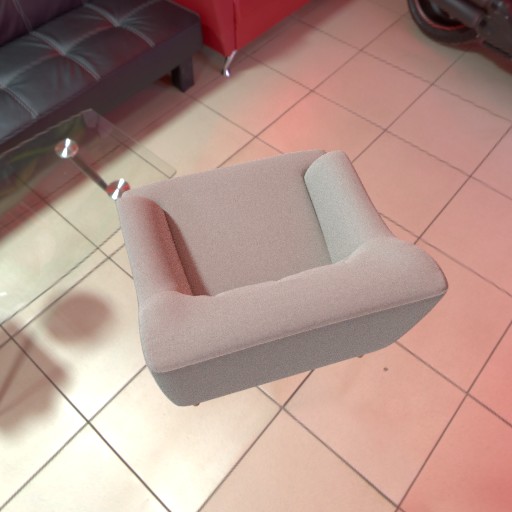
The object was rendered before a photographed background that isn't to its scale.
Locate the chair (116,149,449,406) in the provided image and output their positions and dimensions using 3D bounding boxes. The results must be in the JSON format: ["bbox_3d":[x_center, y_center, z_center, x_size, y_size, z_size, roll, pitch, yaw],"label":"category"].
[{"bbox_3d":[0.000,0.000,1.662,0.946,0.818,0.951,-14,60,-8],"label":"chair"}]
